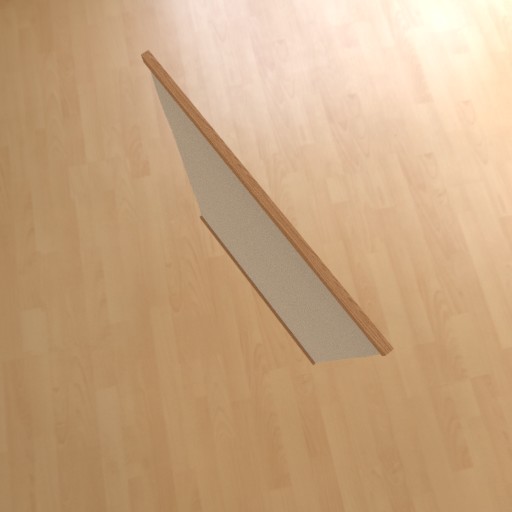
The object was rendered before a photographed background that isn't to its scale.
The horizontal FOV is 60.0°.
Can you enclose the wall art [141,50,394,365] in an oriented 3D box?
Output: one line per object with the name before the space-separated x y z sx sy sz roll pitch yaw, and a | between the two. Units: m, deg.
wall art | 0.000 0.000 0.798 0.011 0.605 0.458 -36 78 -9
